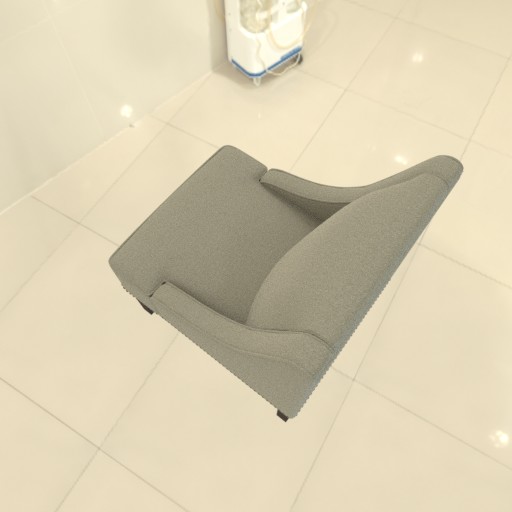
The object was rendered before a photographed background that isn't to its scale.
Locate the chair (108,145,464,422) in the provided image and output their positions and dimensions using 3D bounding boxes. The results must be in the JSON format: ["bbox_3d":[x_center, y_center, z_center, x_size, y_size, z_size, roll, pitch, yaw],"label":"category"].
[{"bbox_3d":[0.000,0.000,1.363,0.737,0.864,0.610,35,69,16],"label":"chair"}]
